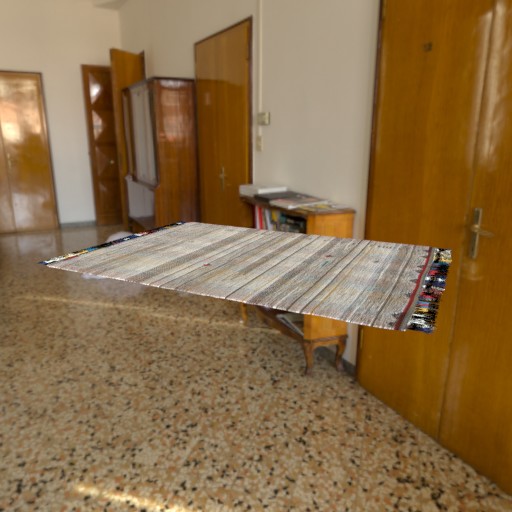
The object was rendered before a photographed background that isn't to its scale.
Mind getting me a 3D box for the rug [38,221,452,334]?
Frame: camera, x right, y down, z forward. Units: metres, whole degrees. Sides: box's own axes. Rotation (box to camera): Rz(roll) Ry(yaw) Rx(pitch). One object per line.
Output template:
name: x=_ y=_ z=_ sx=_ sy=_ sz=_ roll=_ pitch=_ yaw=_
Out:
rug: x=0.000 y=0.000 z=2.303 sx=1.848 sy=0.012 sz=1.217 roll=8 pitch=17 yaw=25
